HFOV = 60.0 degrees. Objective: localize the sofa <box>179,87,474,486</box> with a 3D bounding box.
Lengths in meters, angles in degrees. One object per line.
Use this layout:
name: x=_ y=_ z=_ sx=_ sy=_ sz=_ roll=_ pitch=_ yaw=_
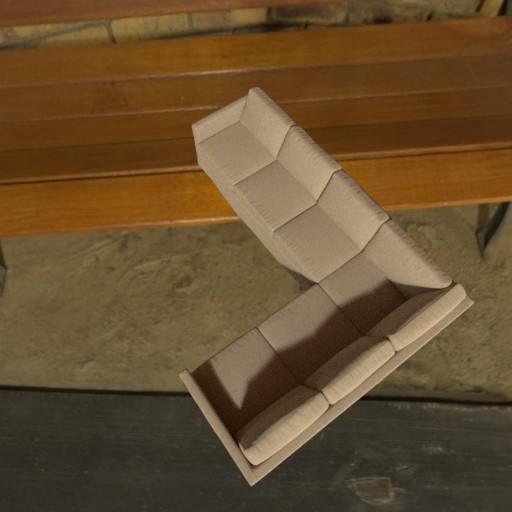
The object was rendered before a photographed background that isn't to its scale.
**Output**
sofa: x=0.000 y=0.000 z=4.322 sx=2.432 sy=0.871 sz=3.182 roll=-33 pitch=68 yaw=-15
